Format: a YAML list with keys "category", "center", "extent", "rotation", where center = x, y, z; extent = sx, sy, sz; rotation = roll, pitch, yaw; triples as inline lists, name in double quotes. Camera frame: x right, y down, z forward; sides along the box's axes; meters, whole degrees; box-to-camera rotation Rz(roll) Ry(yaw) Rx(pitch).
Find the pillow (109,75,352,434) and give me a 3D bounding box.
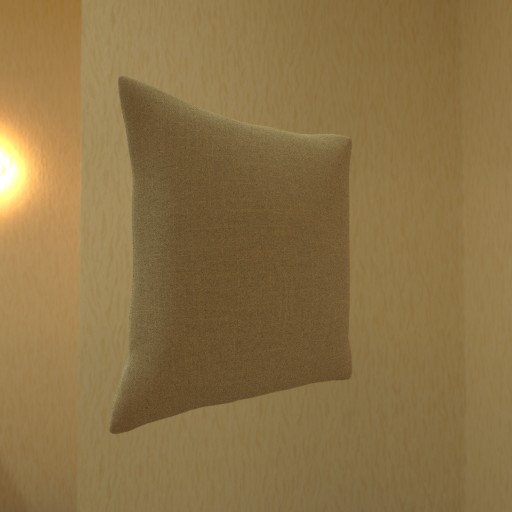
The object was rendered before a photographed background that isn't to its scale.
- category: "pillow"
  center: [0.000, 0.000, 0.777]
  extent: [0.512, 0.506, 0.178]
  rotation: [1, -2, -38]
